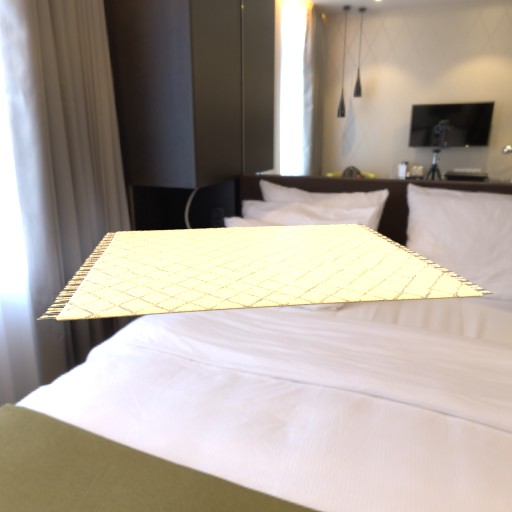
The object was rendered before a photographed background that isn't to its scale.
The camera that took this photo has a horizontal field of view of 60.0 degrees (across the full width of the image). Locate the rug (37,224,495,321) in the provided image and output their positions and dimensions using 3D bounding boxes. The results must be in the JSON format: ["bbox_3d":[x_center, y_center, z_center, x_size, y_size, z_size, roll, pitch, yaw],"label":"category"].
[{"bbox_3d":[0.000,0.000,4.765,3.585,0.036,2.892,-2,16,-8],"label":"rug"}]
